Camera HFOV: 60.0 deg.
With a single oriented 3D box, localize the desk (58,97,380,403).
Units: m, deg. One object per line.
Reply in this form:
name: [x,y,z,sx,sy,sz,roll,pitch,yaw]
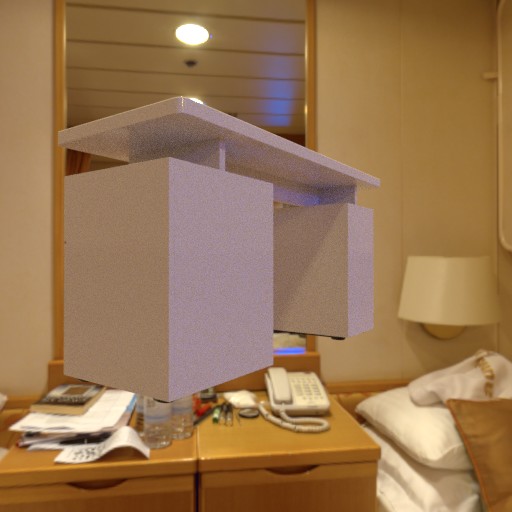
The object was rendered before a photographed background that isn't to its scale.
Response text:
desk: [0.000,0.000,1.790,0.550,0.762,1.400,0,0,35]
